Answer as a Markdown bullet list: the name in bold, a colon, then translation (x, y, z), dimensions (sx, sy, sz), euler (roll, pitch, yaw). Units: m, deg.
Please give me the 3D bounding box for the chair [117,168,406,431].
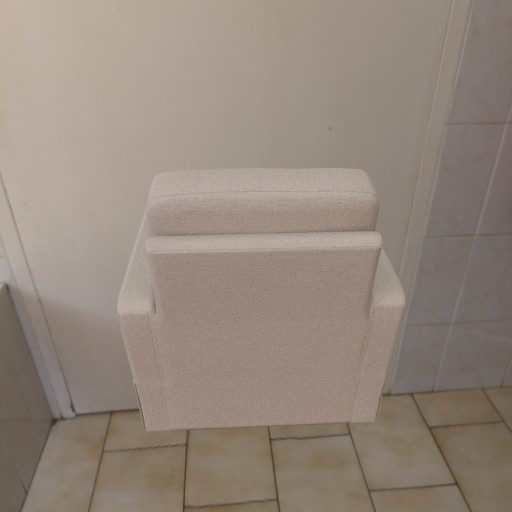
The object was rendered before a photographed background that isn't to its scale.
- **chair**: translation (0.000, 0.000, 1.519), dimensions (0.755, 0.827, 0.888), euler (-1, 30, -2)
